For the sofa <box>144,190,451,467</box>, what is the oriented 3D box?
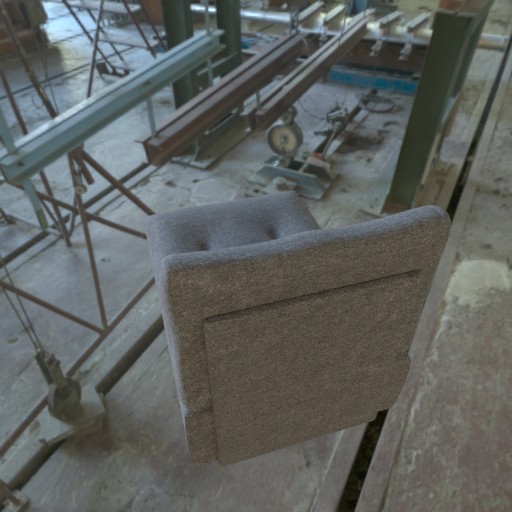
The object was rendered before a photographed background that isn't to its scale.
[{"bbox_3d":[0.000,0.000,1.531,0.700,0.820,1.000,-11,42,-13],"label":"sofa"}]
